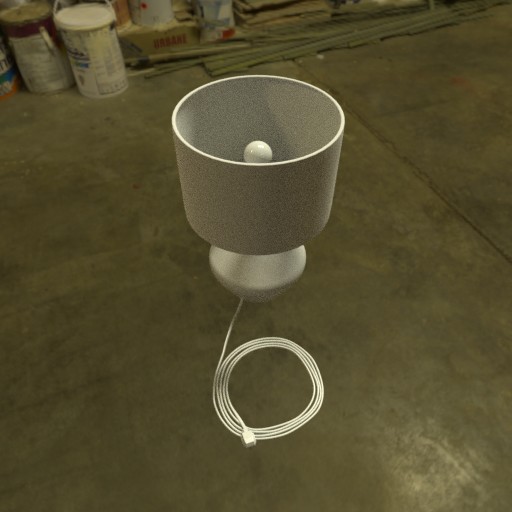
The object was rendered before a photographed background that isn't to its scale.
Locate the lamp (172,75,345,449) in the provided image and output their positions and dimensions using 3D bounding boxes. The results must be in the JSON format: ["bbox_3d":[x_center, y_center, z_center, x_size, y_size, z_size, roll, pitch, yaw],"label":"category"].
[{"bbox_3d":[0.000,0.000,0.863,0.401,0.457,0.546,18,50,16],"label":"lamp"}]
